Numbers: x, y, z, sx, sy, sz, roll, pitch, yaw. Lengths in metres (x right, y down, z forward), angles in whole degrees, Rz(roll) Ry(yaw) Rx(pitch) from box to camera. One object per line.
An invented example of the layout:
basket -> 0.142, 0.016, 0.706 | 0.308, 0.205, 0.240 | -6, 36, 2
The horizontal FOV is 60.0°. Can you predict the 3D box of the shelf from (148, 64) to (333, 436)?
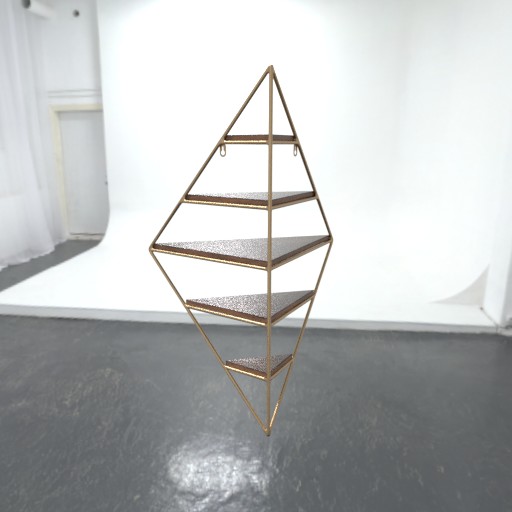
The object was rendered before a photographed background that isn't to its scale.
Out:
shelf -> 0.000, 0.000, 1.194 | 0.564, 0.913, 0.294 | -3, 14, -13
